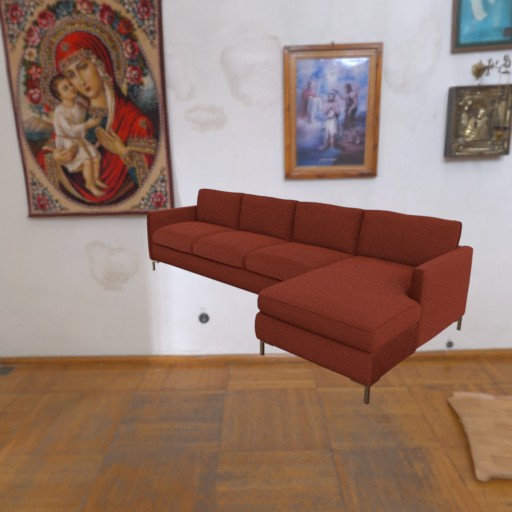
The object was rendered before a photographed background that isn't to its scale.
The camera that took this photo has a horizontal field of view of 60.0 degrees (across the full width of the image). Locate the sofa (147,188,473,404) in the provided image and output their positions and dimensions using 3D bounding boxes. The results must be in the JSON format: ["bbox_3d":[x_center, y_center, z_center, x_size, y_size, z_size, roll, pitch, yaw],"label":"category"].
[{"bbox_3d":[0.000,0.000,3.586,2.932,0.810,1.350,14,21,43],"label":"sofa"}]
